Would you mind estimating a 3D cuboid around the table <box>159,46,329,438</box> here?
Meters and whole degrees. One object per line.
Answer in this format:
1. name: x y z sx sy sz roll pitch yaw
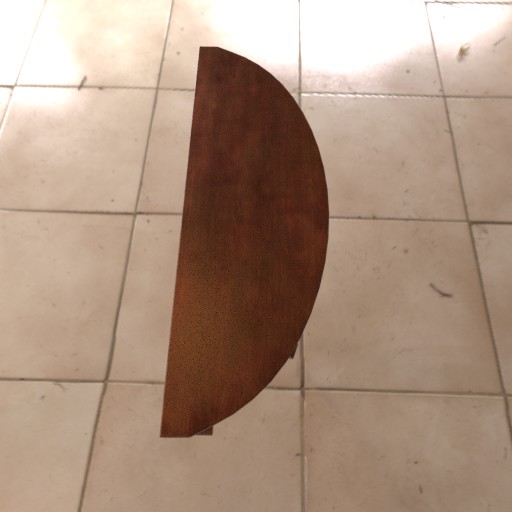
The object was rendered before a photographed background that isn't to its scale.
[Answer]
1. table: 0.000 0.000 1.519 0.394 0.699 1.198 1 65 0
